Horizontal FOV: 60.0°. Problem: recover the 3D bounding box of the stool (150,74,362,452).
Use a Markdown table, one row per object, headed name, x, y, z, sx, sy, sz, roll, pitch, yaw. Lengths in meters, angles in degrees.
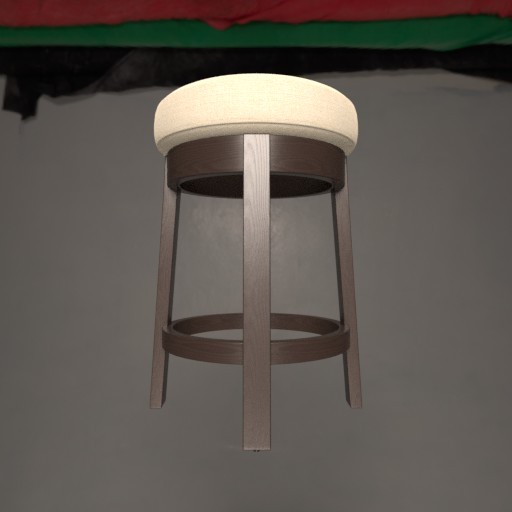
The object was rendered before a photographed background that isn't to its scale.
| name | x | y | z | sx | sy | sz | roll | pitch | yaw |
| --- | --- | --- | --- | --- | --- | --- | --- | --- | --- |
| stool | 0.000 | 0.000 | 0.958 | 0.449 | 0.655 | 0.449 | 0 | 0 | 0 |
